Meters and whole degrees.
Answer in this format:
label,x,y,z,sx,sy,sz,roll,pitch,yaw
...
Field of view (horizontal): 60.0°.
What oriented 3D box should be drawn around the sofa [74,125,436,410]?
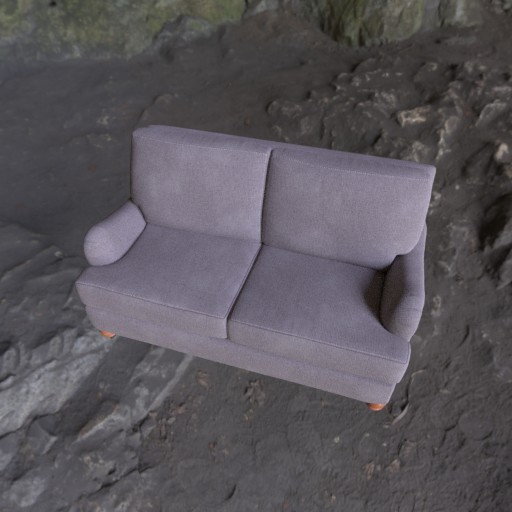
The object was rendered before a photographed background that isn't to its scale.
label,x,y,z,sx,sy,sz,roll,pitch,yaw
sofa,0.000,0.000,2.601,1.853,1.101,1.084,12,43,13
